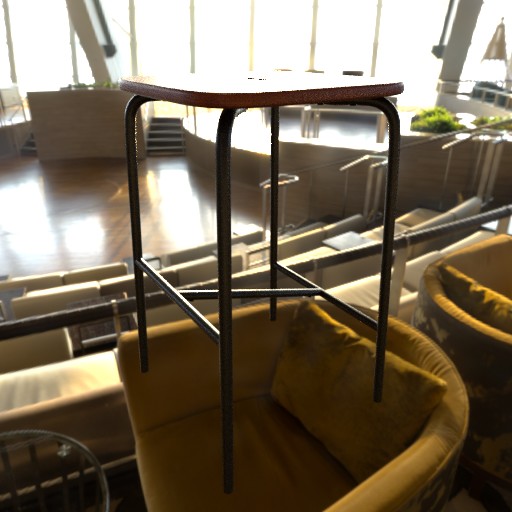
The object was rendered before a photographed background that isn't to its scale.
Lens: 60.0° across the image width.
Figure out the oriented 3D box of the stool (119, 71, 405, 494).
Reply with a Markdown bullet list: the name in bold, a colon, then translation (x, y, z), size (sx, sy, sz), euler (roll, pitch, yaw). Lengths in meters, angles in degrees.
- **stool**: translation (0.000, 0.000, 0.820), size (0.376, 0.610, 0.376), euler (-17, 30, -31)
